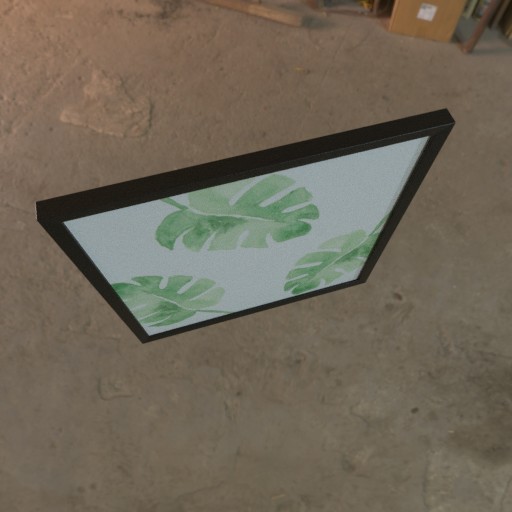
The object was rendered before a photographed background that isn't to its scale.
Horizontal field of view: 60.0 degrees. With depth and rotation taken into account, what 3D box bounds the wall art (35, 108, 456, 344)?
[{"bbox_3d":[0.000,0.000,1.128,0.765,0.765,0.038,-14,64,-7],"label":"wall art"}]
